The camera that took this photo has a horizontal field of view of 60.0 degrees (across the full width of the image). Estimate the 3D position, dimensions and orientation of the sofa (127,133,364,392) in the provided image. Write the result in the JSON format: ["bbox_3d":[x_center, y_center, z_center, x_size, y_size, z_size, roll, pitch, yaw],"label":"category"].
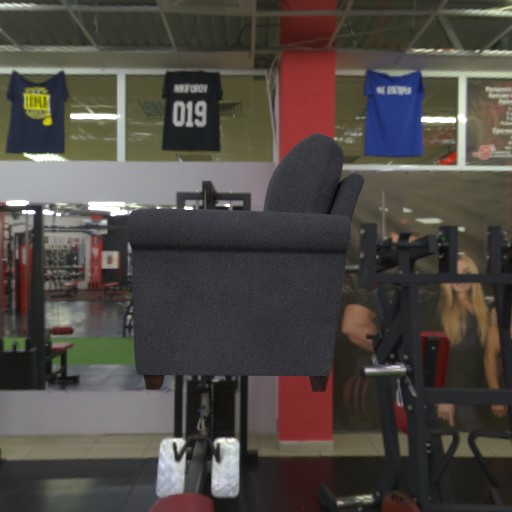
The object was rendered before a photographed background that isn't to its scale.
[{"bbox_3d":[0.000,0.000,2.461,0.842,0.942,1.935,0,0,1],"label":"sofa"}]
